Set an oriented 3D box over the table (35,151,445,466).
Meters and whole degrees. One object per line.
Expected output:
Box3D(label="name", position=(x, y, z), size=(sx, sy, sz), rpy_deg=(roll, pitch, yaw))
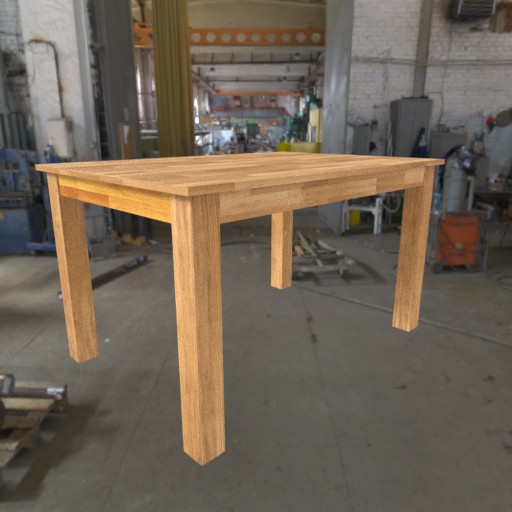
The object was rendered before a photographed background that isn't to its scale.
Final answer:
Box3D(label="table", position=(0.000, 0.000, 1.798), size=(1.300, 0.750, 0.900), rpy_deg=(-15, 22, -43))
